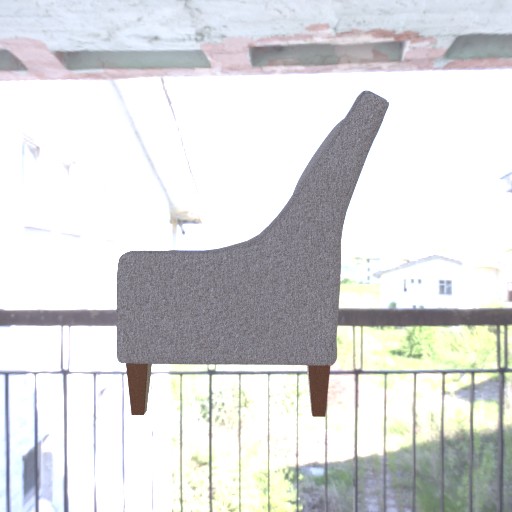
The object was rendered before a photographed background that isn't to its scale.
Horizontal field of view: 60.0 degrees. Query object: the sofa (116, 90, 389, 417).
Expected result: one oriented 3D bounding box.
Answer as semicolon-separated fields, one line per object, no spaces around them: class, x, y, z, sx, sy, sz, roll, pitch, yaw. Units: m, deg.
sofa;0.000;0.000;1.982;0.862;1.026;1.242;0;-1;1
